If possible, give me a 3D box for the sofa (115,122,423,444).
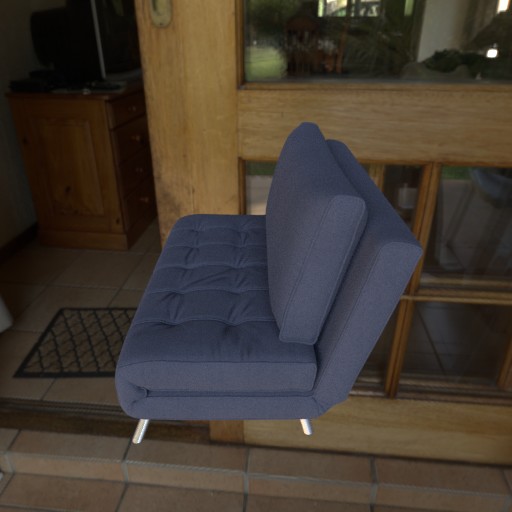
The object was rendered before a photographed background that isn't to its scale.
[{"bbox_3d":[0.000,0.000,1.860,0.910,0.910,1.220,0,27,0],"label":"sofa"}]
